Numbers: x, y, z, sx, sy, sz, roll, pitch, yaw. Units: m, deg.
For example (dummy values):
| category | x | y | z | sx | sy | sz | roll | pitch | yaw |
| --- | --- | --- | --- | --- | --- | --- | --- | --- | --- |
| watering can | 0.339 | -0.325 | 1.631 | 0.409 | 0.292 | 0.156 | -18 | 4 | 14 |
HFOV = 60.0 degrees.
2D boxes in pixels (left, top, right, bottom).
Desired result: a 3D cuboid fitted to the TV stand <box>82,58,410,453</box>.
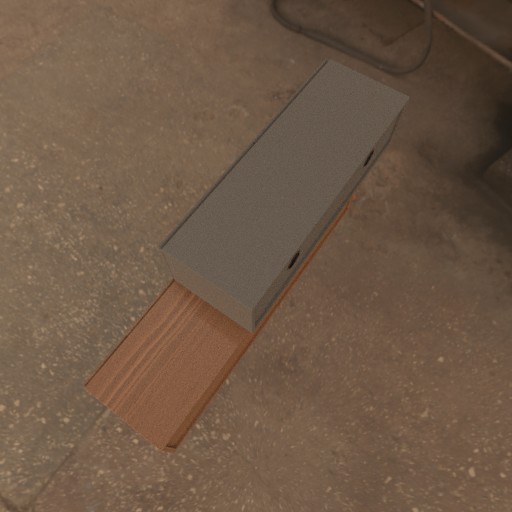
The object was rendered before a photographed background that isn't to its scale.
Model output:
| category | x | y | z | sx | sy | sz | roll | pitch | yaw |
| --- | --- | --- | --- | --- | --- | --- | --- | --- | --- |
| TV stand | 0.000 | 0.000 | 1.562 | 0.329 | 0.591 | 1.336 | 32 | 69 | 14 |
